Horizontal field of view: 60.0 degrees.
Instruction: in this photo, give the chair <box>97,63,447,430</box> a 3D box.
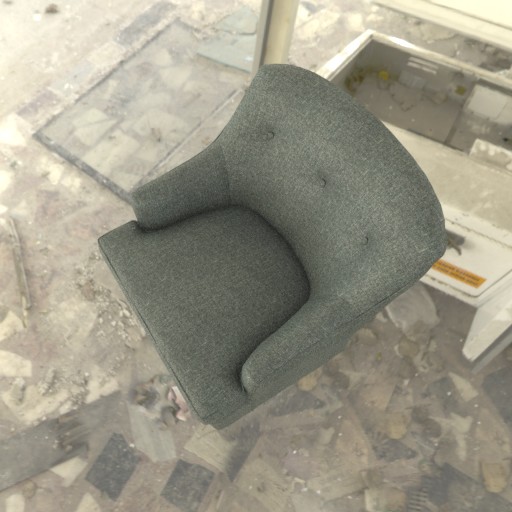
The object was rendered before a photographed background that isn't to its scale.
[{"bbox_3d":[0.000,0.000,1.585,0.923,0.856,0.864,-31,67,-14],"label":"chair"}]
